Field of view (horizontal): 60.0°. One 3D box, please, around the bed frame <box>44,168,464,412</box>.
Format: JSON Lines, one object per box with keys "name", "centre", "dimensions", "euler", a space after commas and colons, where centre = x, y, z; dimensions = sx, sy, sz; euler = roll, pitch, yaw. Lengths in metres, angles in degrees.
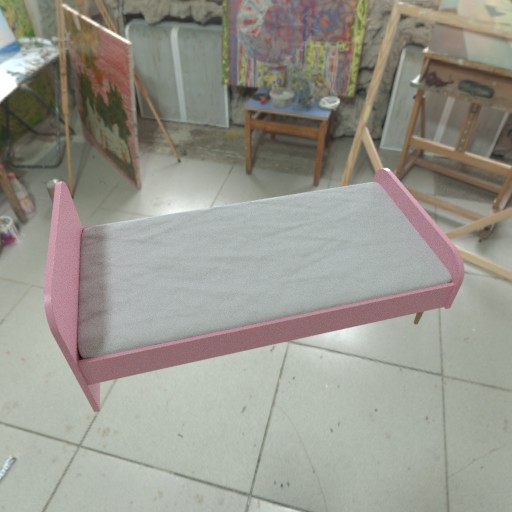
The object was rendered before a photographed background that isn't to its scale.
{"name": "bed frame", "centre": [0.000, 0.000, 2.503], "dimensions": [1.963, 0.805, 0.998], "euler": [-10, 45, -10]}
